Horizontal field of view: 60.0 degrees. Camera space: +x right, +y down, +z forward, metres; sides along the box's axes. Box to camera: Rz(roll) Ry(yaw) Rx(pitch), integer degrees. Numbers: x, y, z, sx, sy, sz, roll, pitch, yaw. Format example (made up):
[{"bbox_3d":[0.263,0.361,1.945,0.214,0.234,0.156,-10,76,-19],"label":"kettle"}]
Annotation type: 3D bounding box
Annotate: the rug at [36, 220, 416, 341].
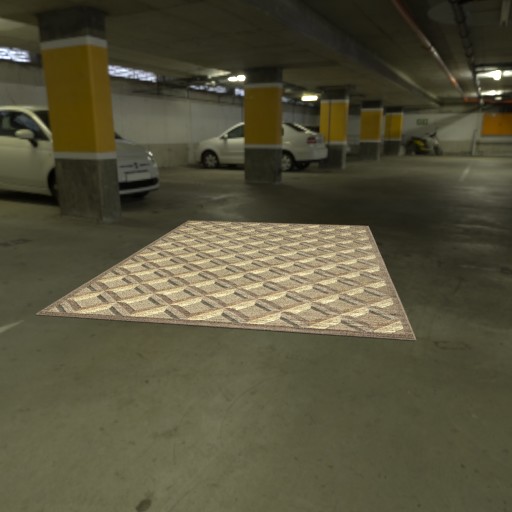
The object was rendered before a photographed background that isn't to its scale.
[{"bbox_3d":[0.000,0.000,4.263,2.382,0.018,3.294,2,16,9],"label":"rug"}]
